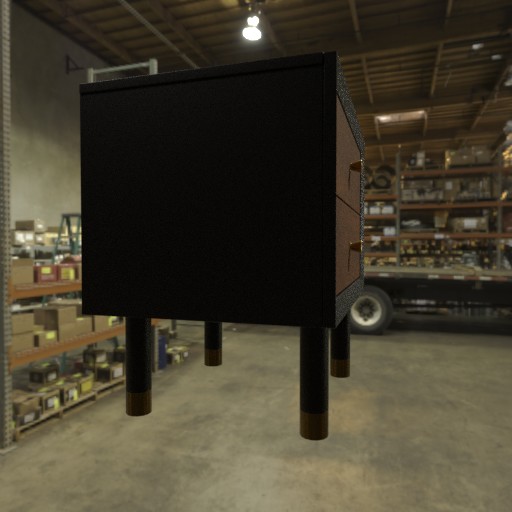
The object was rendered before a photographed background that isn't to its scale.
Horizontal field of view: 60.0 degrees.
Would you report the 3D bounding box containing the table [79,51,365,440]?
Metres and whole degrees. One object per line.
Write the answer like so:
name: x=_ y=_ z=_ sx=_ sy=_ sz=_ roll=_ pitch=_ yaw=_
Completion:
table: x=0.000 y=0.000 z=0.949 sx=0.441 sy=0.584 sz=0.564 roll=0 pitch=1 yaw=18
